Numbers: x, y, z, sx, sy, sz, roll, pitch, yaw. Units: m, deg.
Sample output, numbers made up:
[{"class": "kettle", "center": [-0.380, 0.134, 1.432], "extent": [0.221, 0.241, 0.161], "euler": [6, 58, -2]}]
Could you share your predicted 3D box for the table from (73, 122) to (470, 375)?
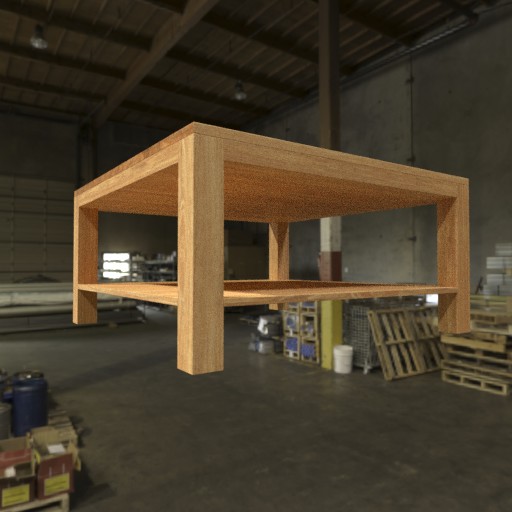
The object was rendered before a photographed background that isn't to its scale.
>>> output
[{"class": "table", "center": [0.000, 0.000, 1.412], "extent": [0.900, 0.450, 0.900], "euler": [1, -2, -35]}]
